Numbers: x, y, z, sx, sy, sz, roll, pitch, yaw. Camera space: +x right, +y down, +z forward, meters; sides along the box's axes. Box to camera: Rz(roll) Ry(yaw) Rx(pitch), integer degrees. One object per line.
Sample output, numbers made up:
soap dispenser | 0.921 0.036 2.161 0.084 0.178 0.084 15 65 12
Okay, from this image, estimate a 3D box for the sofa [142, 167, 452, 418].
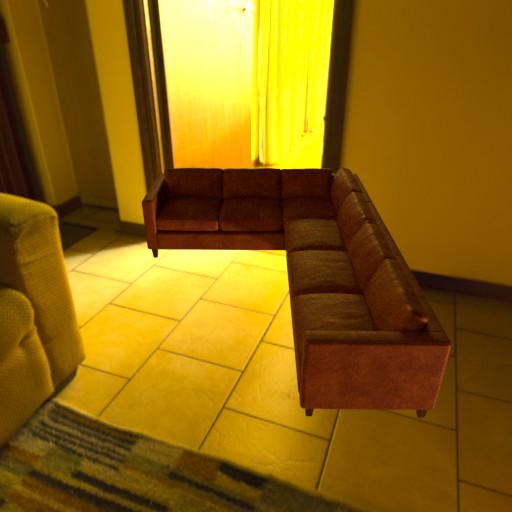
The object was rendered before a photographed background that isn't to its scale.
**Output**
sofa | 0.000 0.000 4.200 2.438 0.838 3.150 0 29 1
